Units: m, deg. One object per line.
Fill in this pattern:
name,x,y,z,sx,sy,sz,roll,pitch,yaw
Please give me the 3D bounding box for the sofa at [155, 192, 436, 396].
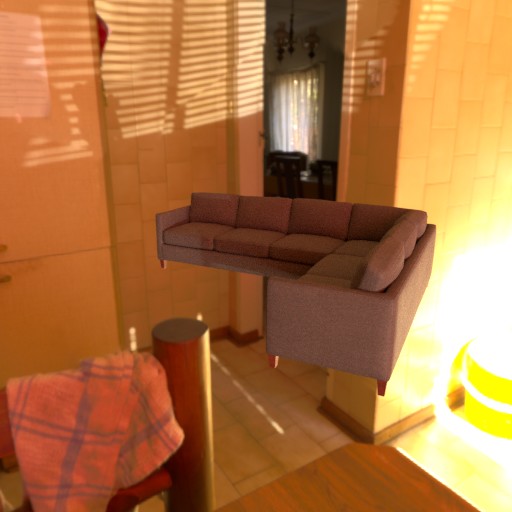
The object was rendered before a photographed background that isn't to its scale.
sofa,0.000,0.000,4.671,3.302,0.947,2.593,8,18,26
